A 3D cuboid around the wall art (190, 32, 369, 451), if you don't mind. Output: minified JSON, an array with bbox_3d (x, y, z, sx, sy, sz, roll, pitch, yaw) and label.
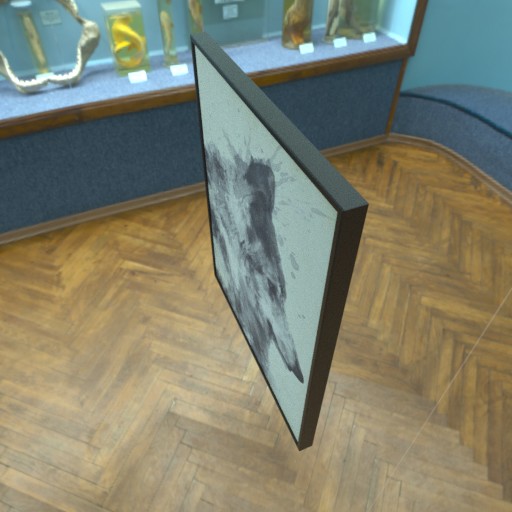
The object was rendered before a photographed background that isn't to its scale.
[{"bbox_3d":[0.000,0.000,0.731,0.028,0.551,0.451,-17,48,-16],"label":"wall art"}]
